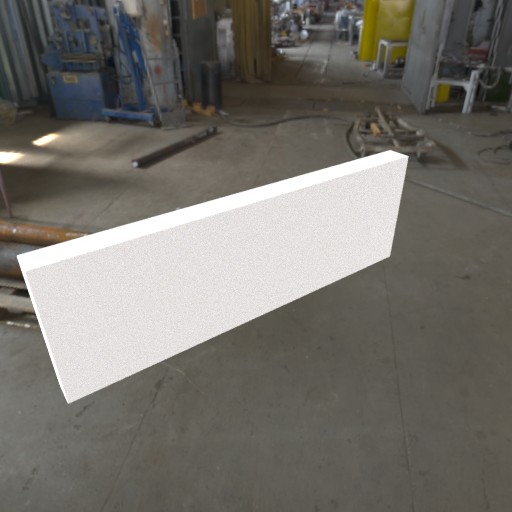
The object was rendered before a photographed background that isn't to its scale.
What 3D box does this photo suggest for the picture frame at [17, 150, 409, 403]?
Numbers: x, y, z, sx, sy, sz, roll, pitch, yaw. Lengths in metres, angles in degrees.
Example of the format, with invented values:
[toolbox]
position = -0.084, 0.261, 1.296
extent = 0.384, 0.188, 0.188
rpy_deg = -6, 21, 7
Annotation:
[picture frame]
position = 0.000, 0.000, 0.835
extent = 0.759, 0.250, 0.050
rpy_deg = -21, 37, -30
